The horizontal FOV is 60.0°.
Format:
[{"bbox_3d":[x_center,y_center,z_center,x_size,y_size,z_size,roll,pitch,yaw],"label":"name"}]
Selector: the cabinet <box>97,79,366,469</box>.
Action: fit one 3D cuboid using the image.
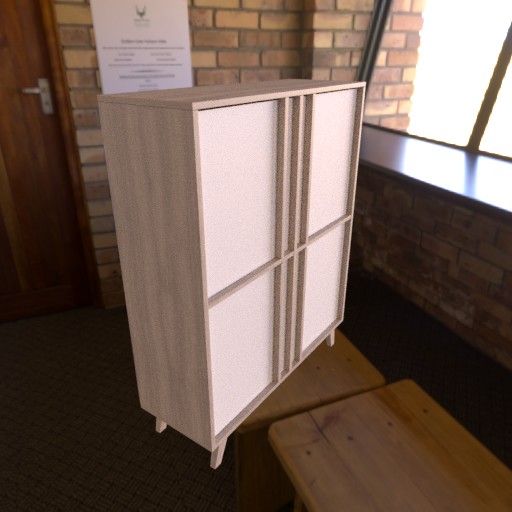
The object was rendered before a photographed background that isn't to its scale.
[{"bbox_3d":[0.000,0.000,1.945,0.398,1.388,1.111,17,30,32],"label":"cabinet"}]
